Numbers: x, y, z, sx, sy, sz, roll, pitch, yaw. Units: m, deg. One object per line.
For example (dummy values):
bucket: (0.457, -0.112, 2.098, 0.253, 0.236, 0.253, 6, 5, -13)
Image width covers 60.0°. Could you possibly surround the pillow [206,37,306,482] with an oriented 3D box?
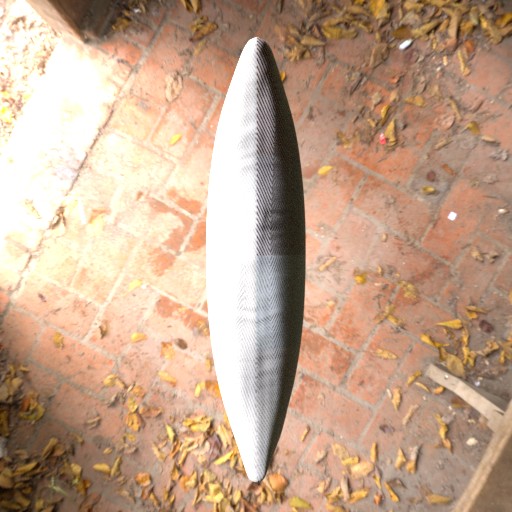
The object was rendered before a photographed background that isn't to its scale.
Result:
pillow: (0.000, 0.000, 0.640, 0.139, 0.305, 0.506, 0, 91, 0)
